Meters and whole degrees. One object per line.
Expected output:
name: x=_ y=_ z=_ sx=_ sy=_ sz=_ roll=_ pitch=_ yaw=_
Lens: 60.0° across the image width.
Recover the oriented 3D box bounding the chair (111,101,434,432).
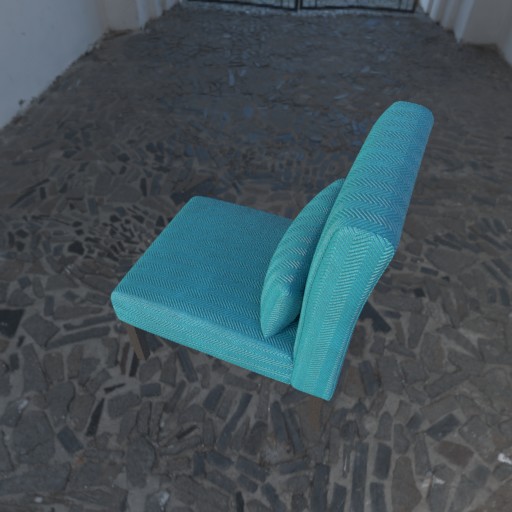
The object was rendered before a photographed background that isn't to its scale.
chair: x=0.000 y=0.000 z=1.428 sx=0.808 sy=0.927 sz=0.579 roll=17 pitch=48 yaw=16
